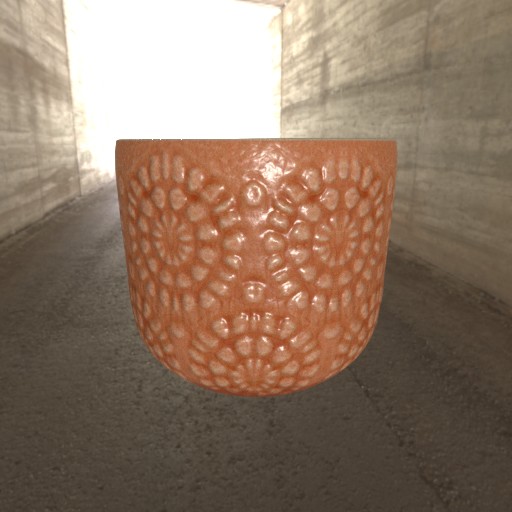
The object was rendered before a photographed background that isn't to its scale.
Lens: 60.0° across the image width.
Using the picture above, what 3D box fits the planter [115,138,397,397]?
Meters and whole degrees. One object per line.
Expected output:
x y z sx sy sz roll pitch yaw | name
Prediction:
0.000 0.000 0.214 0.124 0.109 0.124 0 14 0 | planter
